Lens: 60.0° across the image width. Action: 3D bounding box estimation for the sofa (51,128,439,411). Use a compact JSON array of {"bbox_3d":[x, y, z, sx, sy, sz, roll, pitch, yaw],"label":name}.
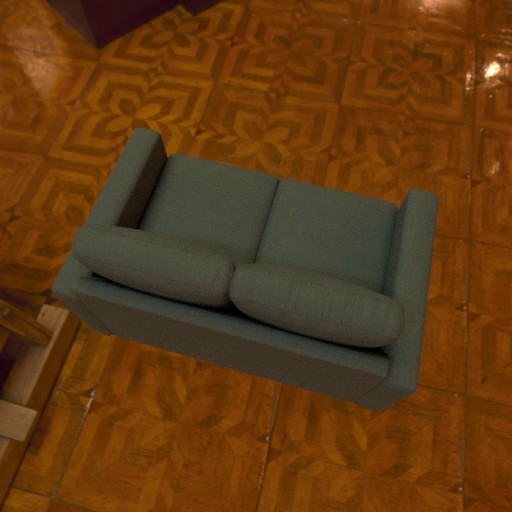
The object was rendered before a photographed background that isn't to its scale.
[{"bbox_3d":[0.000,0.000,2.075,1.489,0.903,0.955,14,64,7],"label":"sofa"}]
